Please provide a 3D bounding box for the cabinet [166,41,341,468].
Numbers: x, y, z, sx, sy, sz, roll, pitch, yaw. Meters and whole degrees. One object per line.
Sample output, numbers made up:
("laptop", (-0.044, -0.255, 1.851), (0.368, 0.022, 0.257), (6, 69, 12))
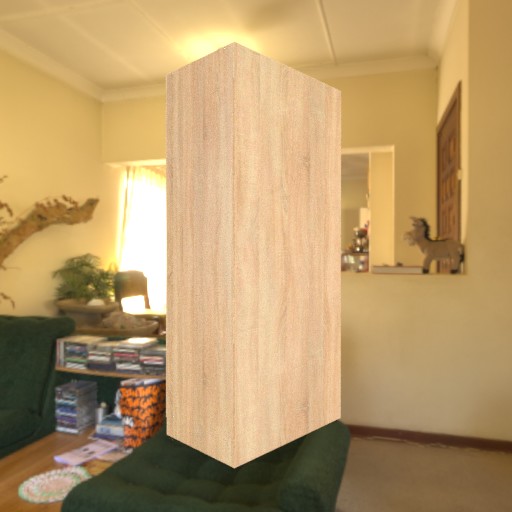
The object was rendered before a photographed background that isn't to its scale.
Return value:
("cabinet", (0.000, 0.000, 2.851), (1.094, 2.120, 1.327), (0, 0, -1))
